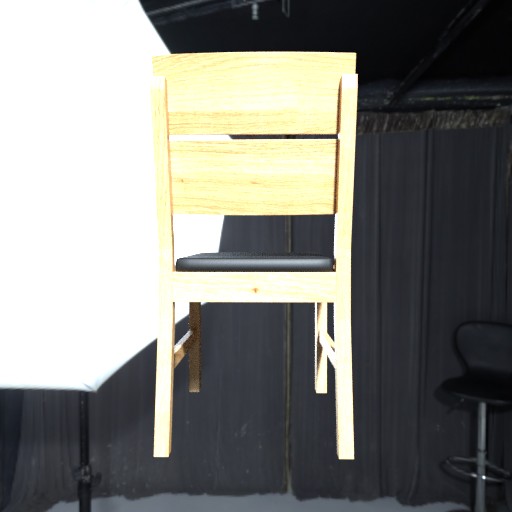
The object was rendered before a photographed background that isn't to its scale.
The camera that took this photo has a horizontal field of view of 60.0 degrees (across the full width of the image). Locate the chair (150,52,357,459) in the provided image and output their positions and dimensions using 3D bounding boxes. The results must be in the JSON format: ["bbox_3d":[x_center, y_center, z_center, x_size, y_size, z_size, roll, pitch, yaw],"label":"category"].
[{"bbox_3d":[0.000,0.000,1.297,0.475,0.950,0.569,0,1,1],"label":"chair"}]
